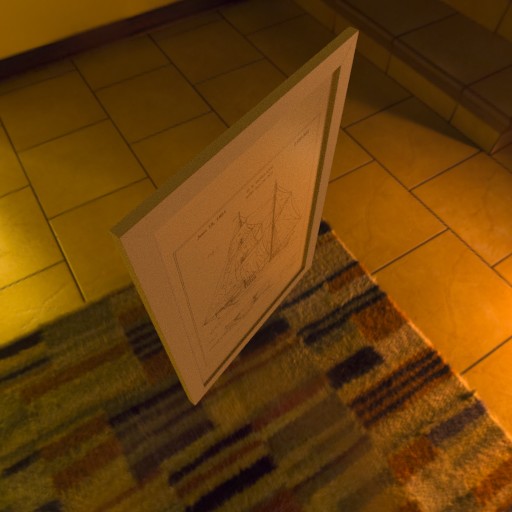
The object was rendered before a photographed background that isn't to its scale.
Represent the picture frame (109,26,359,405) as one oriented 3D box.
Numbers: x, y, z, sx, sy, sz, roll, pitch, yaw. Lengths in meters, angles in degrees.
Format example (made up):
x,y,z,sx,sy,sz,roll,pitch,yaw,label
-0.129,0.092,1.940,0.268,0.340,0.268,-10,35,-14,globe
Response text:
x,y,z,sx,sy,sz,roll,pitch,yaw,label
0.000,0.000,0.575,0.011,0.459,0.326,33,63,19,picture frame
